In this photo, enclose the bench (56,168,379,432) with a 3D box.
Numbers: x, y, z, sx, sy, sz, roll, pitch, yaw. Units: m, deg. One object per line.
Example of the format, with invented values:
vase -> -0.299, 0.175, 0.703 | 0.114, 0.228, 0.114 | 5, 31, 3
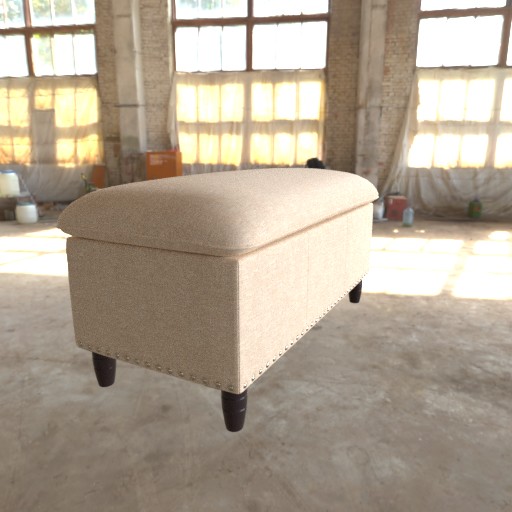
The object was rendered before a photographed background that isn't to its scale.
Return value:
bench -> 0.000, 0.000, 1.274 | 0.483, 0.483, 0.991 | 7, 16, 27
